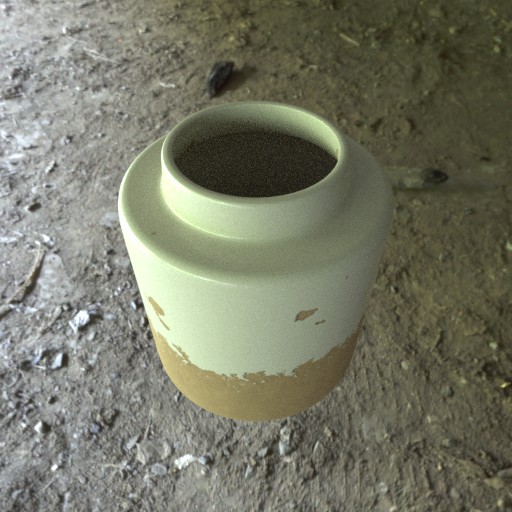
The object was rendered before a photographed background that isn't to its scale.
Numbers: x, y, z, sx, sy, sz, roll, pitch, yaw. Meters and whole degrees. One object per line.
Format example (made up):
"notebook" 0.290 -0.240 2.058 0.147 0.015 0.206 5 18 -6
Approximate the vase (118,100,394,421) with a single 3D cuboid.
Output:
"vase" 0.000 0.000 0.289 0.153 0.167 0.153 0 46 0
